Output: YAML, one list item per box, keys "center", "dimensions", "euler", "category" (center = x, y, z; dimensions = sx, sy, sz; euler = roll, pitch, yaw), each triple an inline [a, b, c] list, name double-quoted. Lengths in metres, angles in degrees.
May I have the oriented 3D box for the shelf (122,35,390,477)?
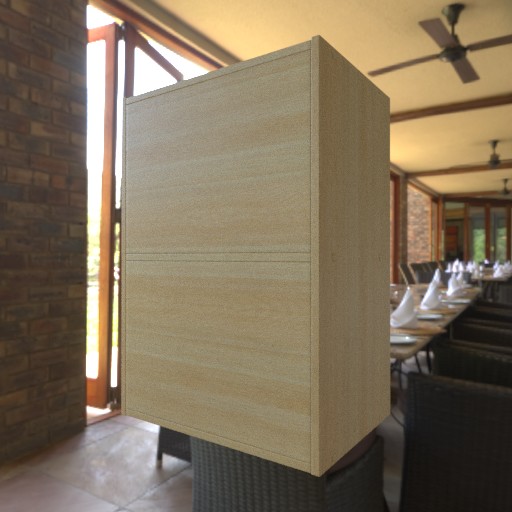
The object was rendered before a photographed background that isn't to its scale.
- center: [0.000, 0.000, 0.829]
  dimensions: [0.414, 0.592, 0.290]
  euler: [0, 0, 35]
  category: "shelf"
